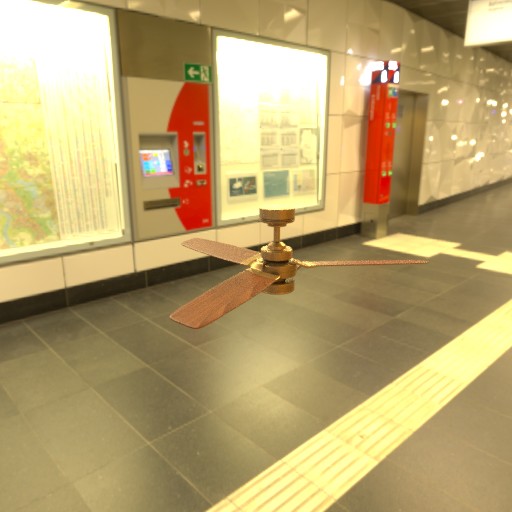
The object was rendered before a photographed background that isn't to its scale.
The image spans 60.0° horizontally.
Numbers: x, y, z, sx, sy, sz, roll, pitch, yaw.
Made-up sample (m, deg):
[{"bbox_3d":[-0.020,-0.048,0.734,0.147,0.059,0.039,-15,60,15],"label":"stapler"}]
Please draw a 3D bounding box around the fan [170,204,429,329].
[{"bbox_3d":[0.000,0.000,2.086,1.416,0.425,1.271,8,17,26],"label":"fan"}]
